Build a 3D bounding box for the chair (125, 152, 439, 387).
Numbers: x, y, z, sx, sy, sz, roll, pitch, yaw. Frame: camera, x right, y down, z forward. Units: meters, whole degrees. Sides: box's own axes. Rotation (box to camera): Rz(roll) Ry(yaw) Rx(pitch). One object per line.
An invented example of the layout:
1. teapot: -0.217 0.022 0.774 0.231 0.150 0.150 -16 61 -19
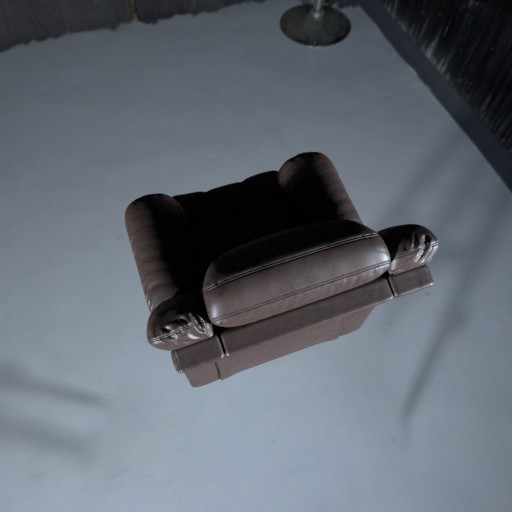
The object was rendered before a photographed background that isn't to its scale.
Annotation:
1. chair: 0.000 0.000 1.756 0.899 1.009 0.934 -17 61 -10
